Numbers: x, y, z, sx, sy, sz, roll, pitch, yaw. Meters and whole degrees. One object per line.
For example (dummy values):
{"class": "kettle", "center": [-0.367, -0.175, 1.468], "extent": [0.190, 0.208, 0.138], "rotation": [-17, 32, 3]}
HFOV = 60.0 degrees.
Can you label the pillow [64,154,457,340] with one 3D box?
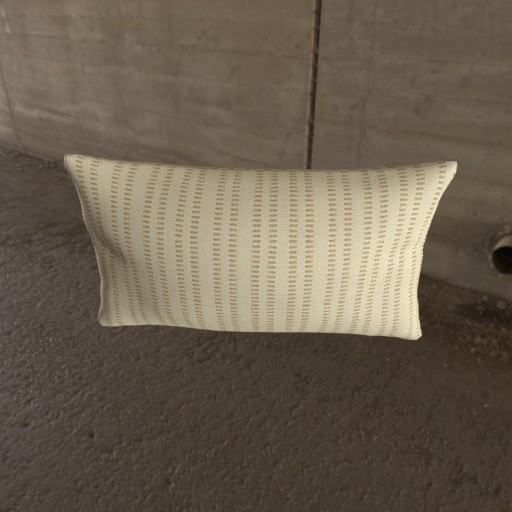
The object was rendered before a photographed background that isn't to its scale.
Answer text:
{"class": "pillow", "center": [0.000, 0.000, 0.785], "extent": [0.640, 0.353, 0.210], "rotation": [2, 29, 3]}
